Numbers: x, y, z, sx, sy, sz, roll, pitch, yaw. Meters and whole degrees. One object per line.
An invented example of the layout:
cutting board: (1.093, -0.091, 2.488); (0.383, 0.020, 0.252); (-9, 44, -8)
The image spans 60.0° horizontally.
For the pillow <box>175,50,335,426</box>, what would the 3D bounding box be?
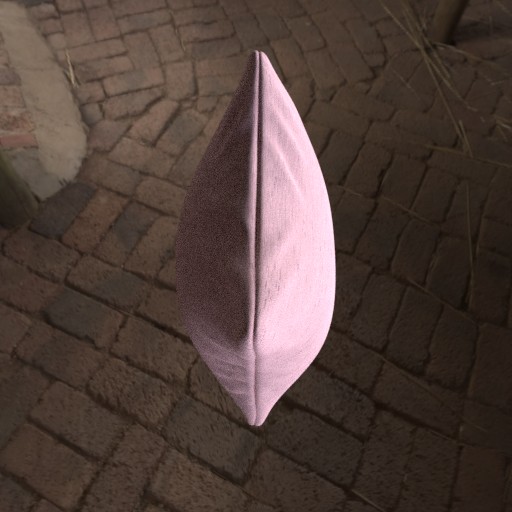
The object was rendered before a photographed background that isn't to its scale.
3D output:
pillow: (0.000, 0.000, 0.682); (0.246, 0.415, 0.432); (1, 60, 0)
